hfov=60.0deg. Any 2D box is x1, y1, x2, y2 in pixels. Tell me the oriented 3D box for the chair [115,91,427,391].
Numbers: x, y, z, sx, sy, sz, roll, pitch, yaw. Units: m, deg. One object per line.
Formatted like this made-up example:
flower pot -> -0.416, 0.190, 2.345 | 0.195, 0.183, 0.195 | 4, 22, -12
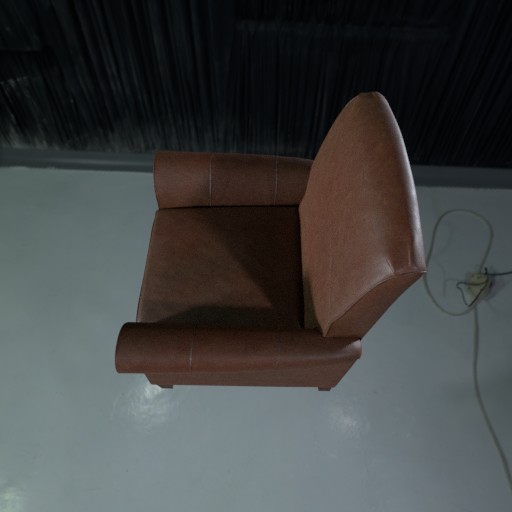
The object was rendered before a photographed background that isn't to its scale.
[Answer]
chair -> 0.000, 0.000, 1.718 | 0.902, 1.061, 0.978 | 1, 56, 0
